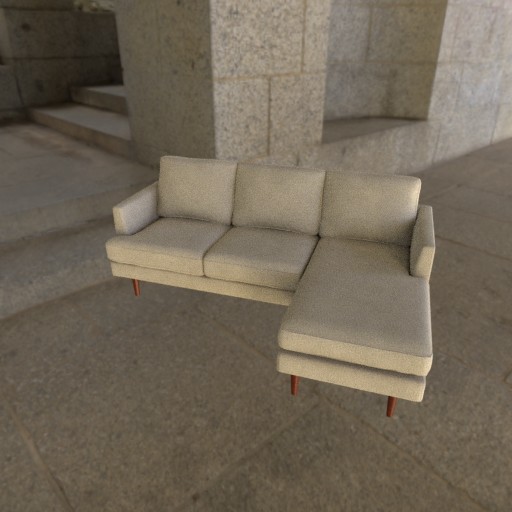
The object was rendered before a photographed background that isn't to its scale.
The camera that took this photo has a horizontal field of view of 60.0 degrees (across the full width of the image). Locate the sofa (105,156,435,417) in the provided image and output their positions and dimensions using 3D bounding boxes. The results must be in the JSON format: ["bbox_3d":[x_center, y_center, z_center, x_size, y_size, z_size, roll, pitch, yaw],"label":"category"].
[{"bbox_3d":[0.000,0.000,3.006,2.233,0.956,1.504,8,28,16],"label":"sofa"}]
